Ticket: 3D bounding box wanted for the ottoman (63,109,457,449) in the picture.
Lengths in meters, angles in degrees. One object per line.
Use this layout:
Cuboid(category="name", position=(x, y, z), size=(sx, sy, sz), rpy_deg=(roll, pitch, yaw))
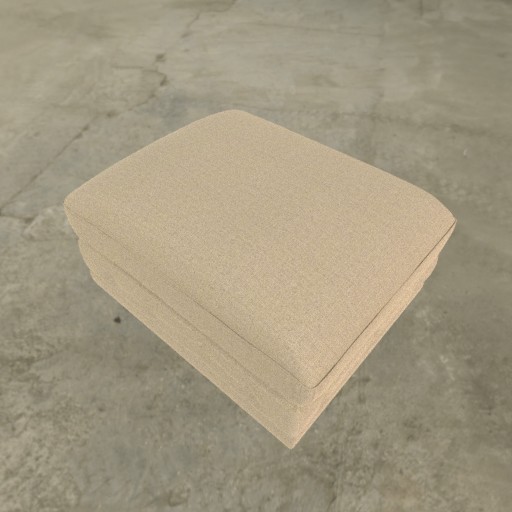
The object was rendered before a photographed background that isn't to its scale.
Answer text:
Cuboid(category="ottoman", position=(0.000, 0.000, 1.045), size=(0.684, 0.463, 0.541), rpy_deg=(33, 54, 28))
